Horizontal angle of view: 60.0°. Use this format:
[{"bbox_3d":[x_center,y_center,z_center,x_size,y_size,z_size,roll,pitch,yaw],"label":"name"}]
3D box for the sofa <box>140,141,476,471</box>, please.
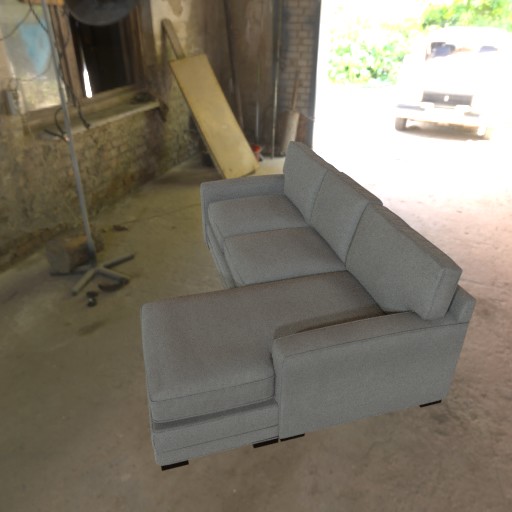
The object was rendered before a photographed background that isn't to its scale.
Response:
[{"bbox_3d":[0.000,0.000,2.802,1.496,0.861,2.087,-8,31,-13],"label":"sofa"}]
